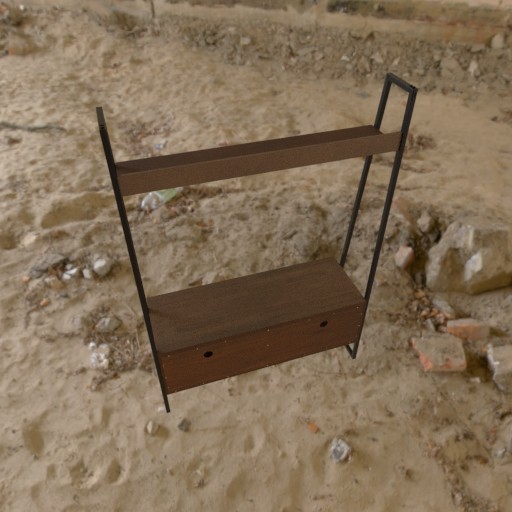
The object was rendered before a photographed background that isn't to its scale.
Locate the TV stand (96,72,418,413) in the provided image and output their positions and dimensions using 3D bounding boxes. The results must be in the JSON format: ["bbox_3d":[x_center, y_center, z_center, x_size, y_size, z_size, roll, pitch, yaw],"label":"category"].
[{"bbox_3d":[0.000,0.000,2.358,1.250,1.772,0.432,-12,41,-14],"label":"TV stand"}]
